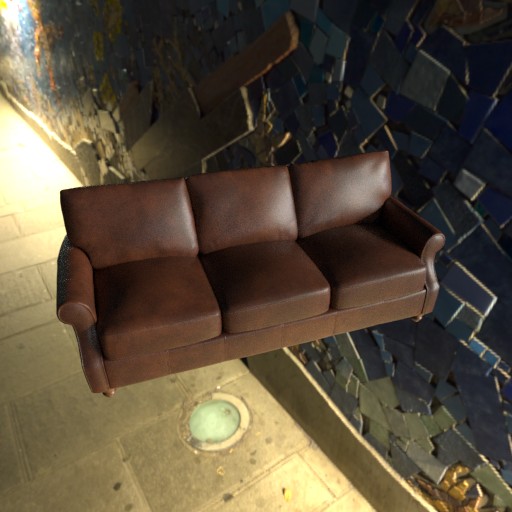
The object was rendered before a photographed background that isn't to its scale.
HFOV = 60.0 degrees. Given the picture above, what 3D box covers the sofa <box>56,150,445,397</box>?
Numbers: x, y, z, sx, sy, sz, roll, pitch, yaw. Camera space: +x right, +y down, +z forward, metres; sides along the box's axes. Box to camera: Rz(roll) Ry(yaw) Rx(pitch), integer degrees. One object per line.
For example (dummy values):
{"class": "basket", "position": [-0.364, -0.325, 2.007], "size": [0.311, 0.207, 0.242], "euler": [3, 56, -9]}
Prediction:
{"class": "sofa", "position": [0.000, 0.000, 2.840], "size": [2.351, 0.977, 0.973], "euler": [-10, 33, -16]}
